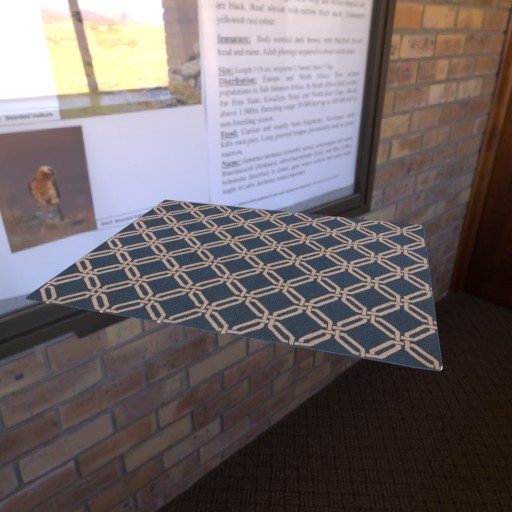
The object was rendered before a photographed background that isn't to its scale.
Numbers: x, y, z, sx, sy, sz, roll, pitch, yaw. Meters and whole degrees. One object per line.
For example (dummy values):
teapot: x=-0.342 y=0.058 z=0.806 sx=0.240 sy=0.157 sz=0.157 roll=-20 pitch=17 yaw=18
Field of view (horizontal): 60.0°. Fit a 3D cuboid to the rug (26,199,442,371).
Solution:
rug: x=0.000 y=0.000 z=3.850 sx=2.867 sy=0.020 sz=2.277 roll=7 pitch=27 yaw=14
